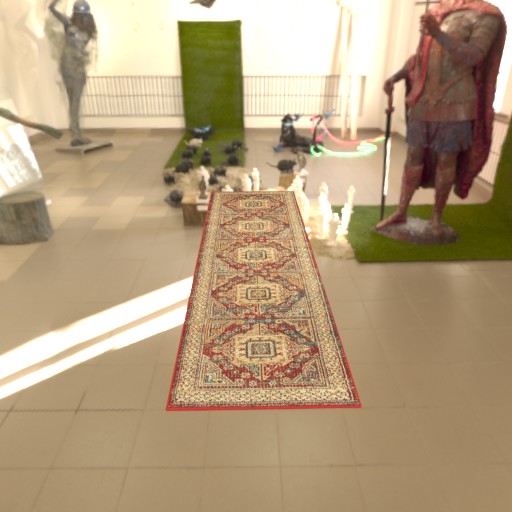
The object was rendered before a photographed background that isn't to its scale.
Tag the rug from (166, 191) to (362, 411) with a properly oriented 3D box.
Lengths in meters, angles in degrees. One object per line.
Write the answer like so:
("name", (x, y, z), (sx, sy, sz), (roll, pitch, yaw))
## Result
("rug", (0.000, 0.000, 2.508), (0.659, 0.015, 2.292), (-1, 27, -1))
